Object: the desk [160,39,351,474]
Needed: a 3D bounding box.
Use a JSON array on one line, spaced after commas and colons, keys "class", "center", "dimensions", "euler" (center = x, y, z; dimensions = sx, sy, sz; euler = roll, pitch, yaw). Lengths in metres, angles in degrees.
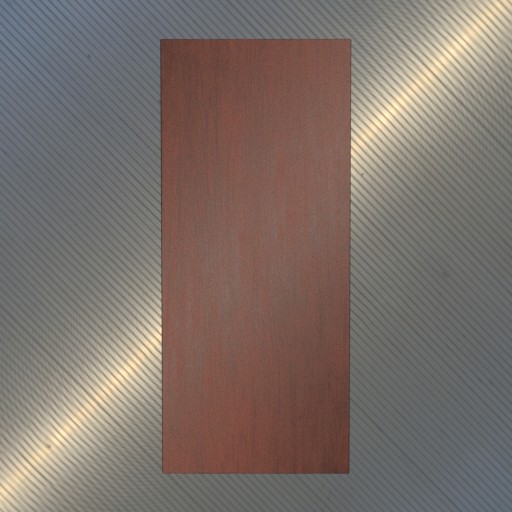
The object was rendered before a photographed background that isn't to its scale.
[{"class": "desk", "center": [0.000, 0.000, 1.778], "dimensions": [0.600, 0.761, 1.372], "euler": [0, 91, 0]}]
